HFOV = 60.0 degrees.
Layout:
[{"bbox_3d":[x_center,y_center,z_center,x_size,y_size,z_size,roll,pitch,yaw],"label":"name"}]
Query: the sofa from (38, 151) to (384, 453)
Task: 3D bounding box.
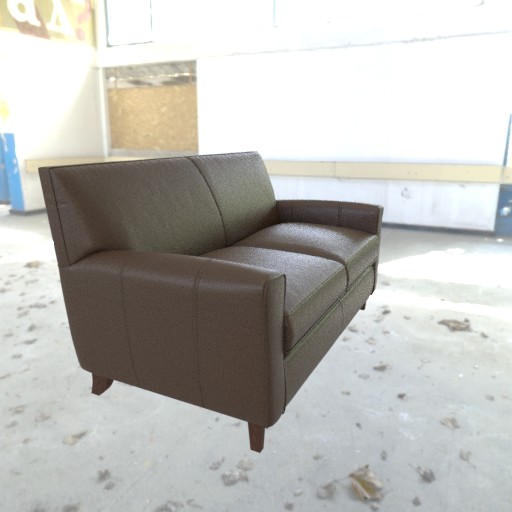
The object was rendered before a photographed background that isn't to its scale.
[{"bbox_3d":[0.000,0.000,1.989,0.853,0.859,1.468,8,17,26],"label":"sofa"}]
